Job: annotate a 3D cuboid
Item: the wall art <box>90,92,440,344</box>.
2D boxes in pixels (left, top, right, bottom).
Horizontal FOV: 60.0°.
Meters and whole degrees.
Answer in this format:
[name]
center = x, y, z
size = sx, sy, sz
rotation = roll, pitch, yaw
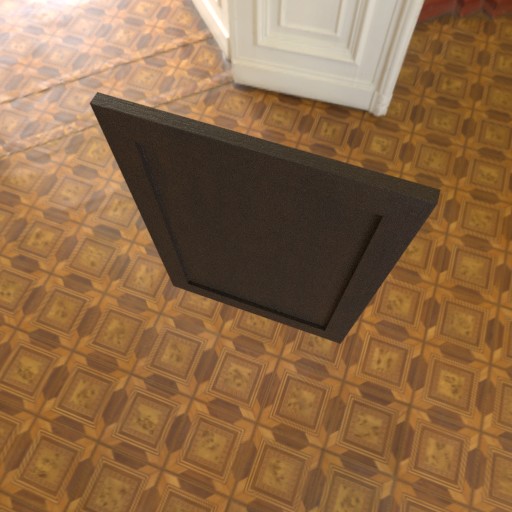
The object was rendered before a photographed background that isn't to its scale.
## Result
[wall art]
center = 0.000, 0.000, 0.666
size = 0.359, 0.513, 0.017
rotation = 18, 66, 8
